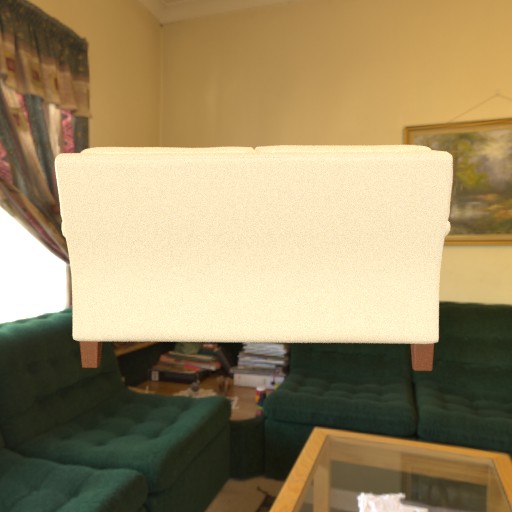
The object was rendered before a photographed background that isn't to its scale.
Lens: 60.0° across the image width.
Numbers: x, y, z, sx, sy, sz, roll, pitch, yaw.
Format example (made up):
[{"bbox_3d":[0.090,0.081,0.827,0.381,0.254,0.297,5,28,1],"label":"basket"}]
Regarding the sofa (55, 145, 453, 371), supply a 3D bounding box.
[{"bbox_3d":[0.000,0.000,2.494,1.853,1.101,1.084,0,1,2],"label":"sofa"}]
